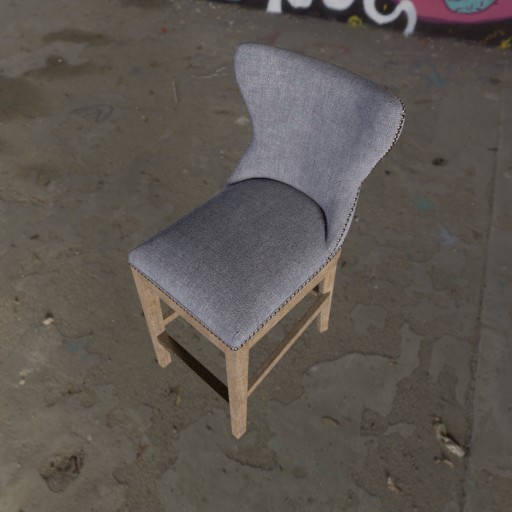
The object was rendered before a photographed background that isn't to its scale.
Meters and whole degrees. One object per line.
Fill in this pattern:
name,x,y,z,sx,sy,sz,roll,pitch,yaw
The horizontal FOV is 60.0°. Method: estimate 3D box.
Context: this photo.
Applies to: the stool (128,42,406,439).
stool,0.000,0.000,1.305,0.498,0.981,0.608,34,57,27
